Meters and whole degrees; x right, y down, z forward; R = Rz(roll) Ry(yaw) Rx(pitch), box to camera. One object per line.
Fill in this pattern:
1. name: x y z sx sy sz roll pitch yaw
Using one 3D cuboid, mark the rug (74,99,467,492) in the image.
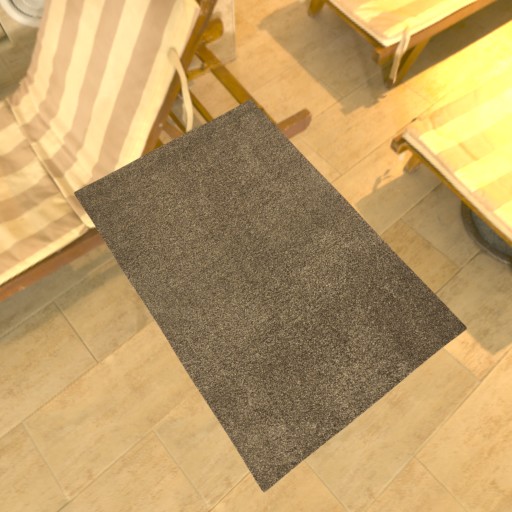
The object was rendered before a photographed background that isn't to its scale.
1. rug: 0.000 0.000 3.431 1.802 0.026 2.699 -33 68 -15
